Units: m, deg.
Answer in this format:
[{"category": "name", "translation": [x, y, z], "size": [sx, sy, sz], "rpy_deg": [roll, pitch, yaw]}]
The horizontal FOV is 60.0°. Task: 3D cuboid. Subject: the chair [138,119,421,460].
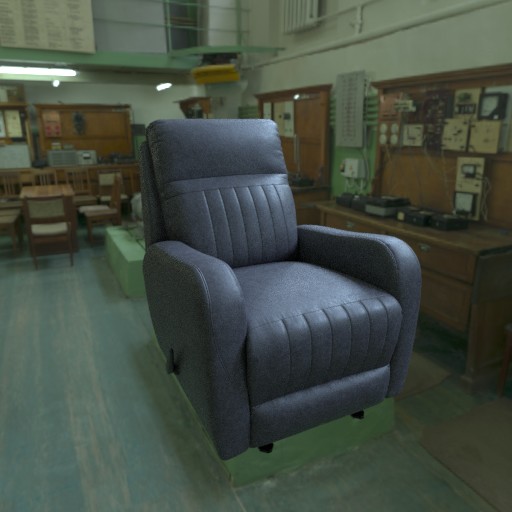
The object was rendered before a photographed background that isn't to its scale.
[{"category": "chair", "translation": [0.000, 0.000, 1.777], "size": [0.865, 1.067, 1.067], "rpy_deg": [-8, 18, -26]}]
